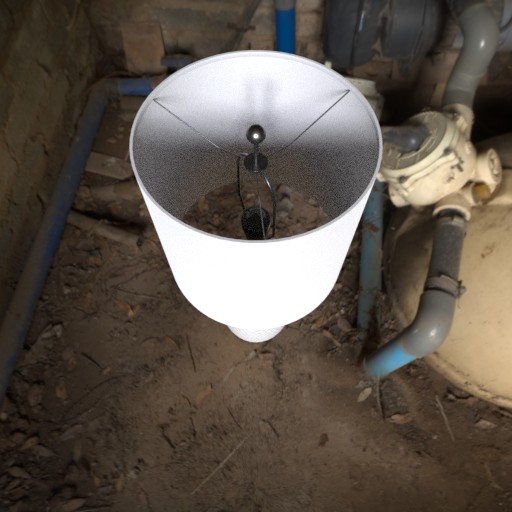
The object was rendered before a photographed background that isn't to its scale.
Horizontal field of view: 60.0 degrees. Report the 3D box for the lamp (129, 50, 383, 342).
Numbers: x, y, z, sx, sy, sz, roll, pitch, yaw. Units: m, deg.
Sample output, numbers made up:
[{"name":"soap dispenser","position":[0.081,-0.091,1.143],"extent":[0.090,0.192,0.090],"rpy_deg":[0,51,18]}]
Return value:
[{"name":"lamp","position":[0.000,0.000,0.578],"extent":[0.214,0.466,0.214],"rpy_deg":[-31,66,-15]}]
